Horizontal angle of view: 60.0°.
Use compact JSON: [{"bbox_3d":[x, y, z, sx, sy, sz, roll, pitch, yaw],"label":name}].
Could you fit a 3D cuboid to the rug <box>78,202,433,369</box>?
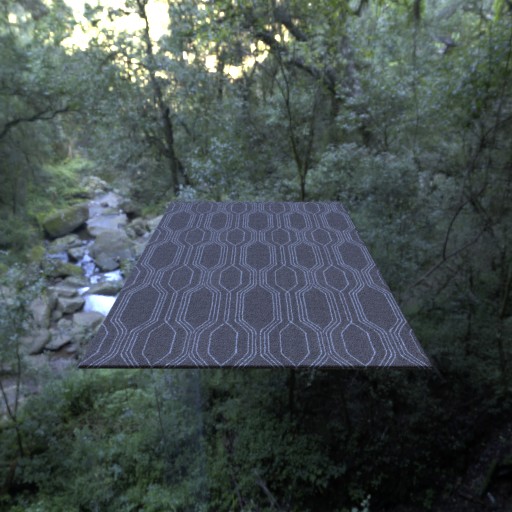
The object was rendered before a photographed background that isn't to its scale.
[{"bbox_3d":[0.000,0.000,2.369,1.239,0.012,1.836,0,25,0],"label":"rug"}]
